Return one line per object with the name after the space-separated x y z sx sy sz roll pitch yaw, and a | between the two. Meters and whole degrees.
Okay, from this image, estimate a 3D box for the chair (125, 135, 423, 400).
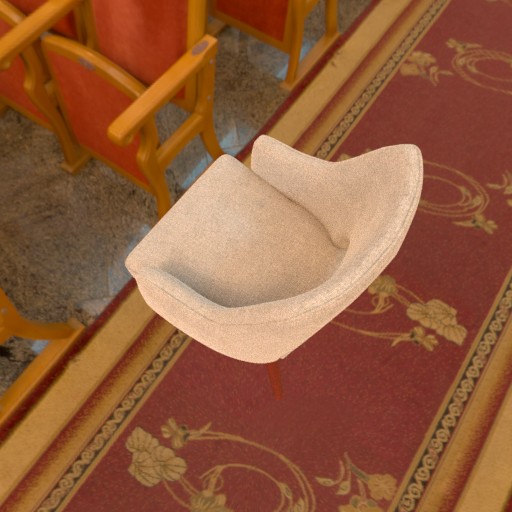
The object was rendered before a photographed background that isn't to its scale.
0.000 0.000 1.194 0.605 0.849 0.548 33 69 14 | chair
